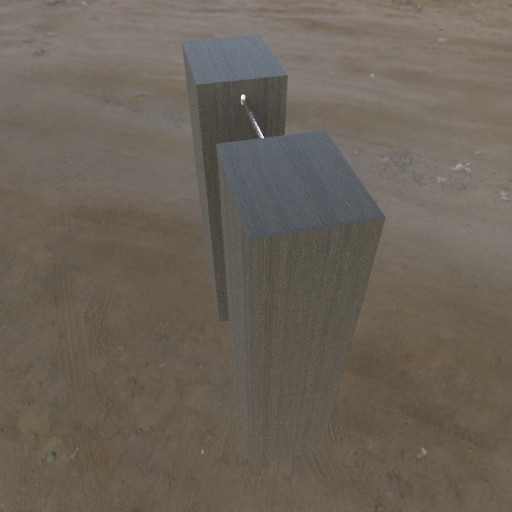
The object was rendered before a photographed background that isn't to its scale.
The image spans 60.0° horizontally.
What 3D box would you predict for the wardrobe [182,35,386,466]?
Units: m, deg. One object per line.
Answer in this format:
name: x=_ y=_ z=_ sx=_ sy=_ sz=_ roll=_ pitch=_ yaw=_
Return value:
wardrobe: x=0.000 y=0.000 z=2.784 sx=0.480 sy=2.000 sz=1.770 roll=-10 pitch=46 yaw=-10
